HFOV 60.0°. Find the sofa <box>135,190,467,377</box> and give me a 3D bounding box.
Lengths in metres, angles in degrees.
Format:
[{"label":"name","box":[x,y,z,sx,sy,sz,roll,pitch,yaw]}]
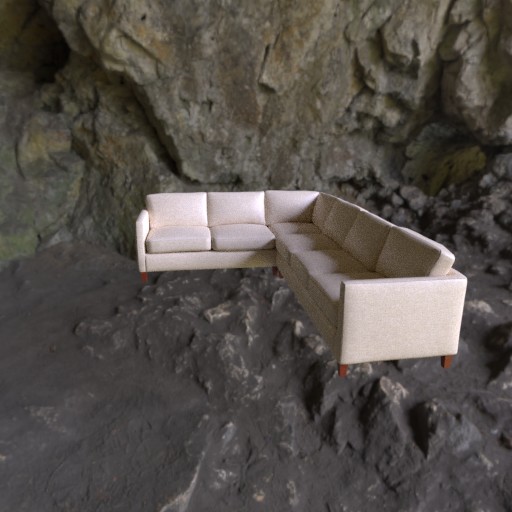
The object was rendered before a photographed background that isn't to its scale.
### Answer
[{"label":"sofa","box":[0.000,0.000,4.516,2.593,0.947,3.302,-2,16,-8]}]
